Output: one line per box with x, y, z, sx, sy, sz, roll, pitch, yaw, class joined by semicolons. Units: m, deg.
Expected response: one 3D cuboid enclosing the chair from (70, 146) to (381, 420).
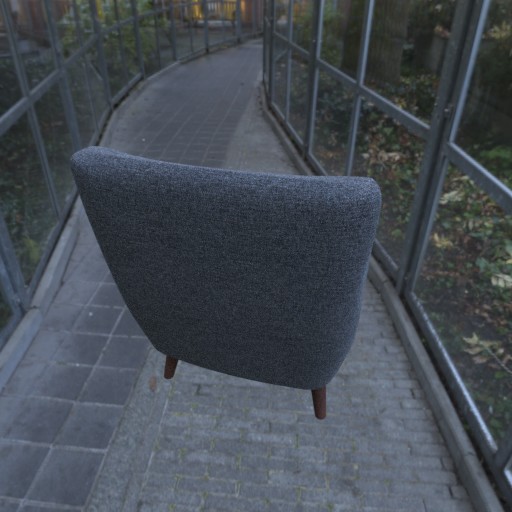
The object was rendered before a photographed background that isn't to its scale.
0.000;0.000;1.747;0.889;1.039;0.940;10;33;15;chair
